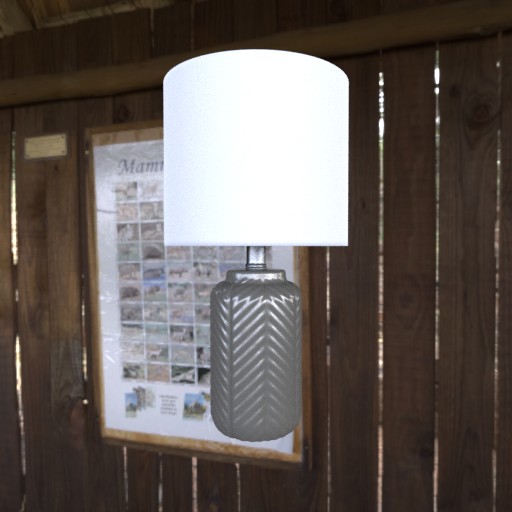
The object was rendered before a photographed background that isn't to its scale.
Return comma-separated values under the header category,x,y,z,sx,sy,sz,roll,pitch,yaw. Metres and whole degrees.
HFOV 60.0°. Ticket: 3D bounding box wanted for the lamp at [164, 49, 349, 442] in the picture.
category,x,y,z,sx,sy,sz,roll,pitch,yaw
lamp,0.000,0.000,0.501,0.203,0.389,0.203,0,1,-1
